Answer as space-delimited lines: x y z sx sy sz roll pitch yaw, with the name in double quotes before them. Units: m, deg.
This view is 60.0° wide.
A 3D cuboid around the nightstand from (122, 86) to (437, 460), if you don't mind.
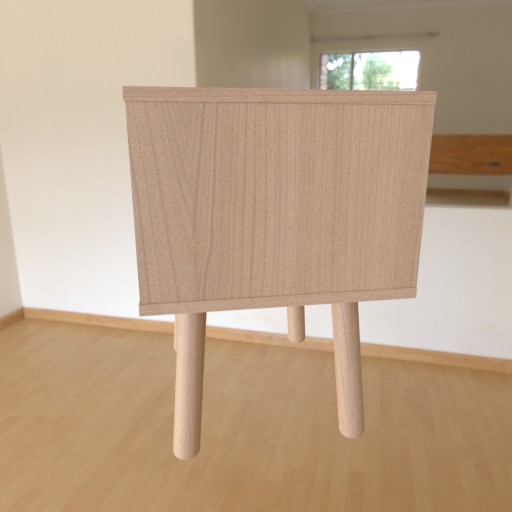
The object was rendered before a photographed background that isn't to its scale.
"nightstand" 0.000 0.000 0.806 0.380 0.530 0.450 -3 16 -10
